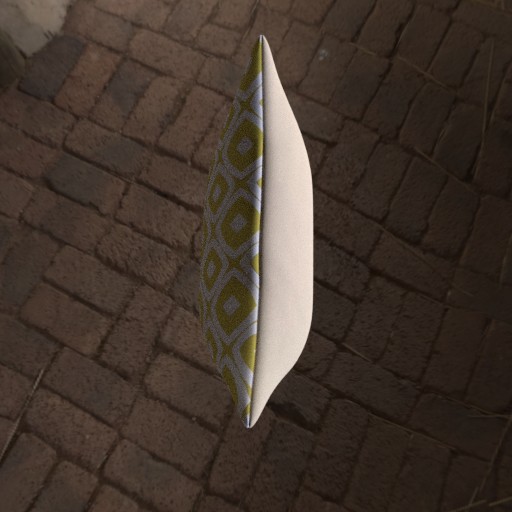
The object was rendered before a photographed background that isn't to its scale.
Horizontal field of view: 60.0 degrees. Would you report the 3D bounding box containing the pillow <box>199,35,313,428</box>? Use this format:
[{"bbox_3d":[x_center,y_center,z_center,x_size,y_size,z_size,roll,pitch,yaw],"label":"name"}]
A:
[{"bbox_3d":[0.000,0.000,0.781,0.188,0.494,0.504,2,77,0],"label":"pillow"}]
